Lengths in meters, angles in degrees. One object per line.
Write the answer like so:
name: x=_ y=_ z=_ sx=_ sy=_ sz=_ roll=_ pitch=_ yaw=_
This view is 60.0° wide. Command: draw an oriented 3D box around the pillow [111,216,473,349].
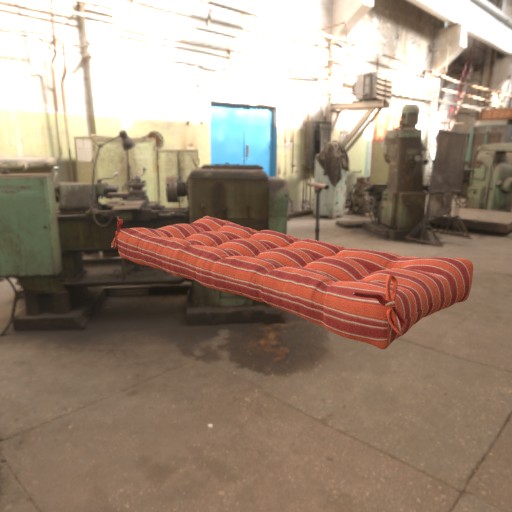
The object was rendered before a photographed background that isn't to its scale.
pillow: x=0.000 y=0.000 z=1.387 sx=0.511 sy=0.174 sz=1.194 roll=-13 pitch=19 yaw=-43
